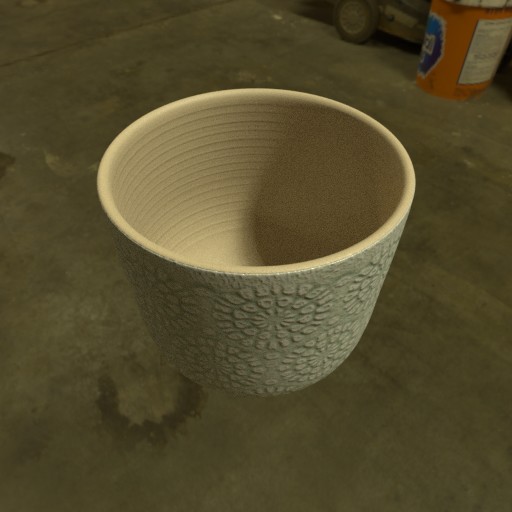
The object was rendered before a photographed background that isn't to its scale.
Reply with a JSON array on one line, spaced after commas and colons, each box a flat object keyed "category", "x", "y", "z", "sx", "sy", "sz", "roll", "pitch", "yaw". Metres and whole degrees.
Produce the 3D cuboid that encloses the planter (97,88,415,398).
[{"category": "planter", "x": 0.000, "y": 0.000, "z": 0.296, "sx": 0.169, "sy": 0.153, "sz": 0.169, "roll": 0, "pitch": 46, "yaw": 0}]
